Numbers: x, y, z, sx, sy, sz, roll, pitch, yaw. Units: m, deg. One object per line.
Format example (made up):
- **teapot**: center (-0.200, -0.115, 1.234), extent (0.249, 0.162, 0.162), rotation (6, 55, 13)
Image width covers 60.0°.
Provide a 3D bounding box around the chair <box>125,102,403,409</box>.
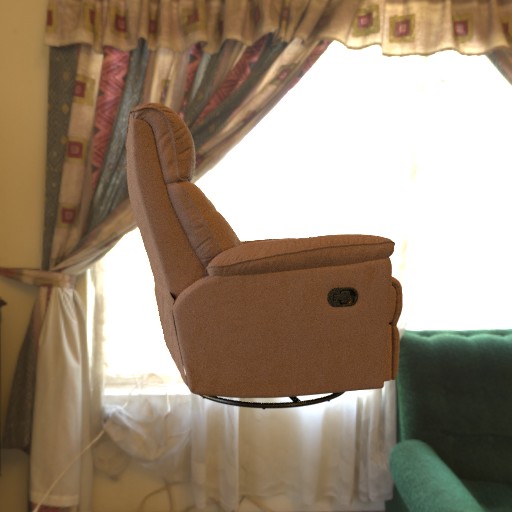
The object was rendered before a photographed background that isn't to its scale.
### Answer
- **chair**: center (0.000, 0.000, 1.805), extent (1.004, 1.037, 0.820), rotation (0, 2, -18)
